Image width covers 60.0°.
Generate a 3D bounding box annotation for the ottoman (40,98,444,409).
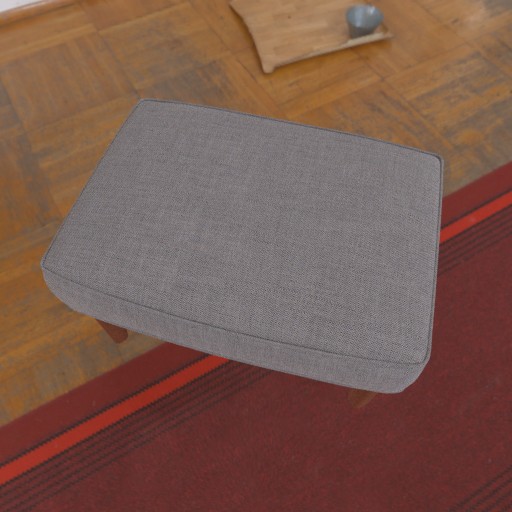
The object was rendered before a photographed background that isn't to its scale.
[{"bbox_3d":[0.000,0.000,1.061,0.750,0.458,0.555,13,61,8],"label":"ottoman"}]
